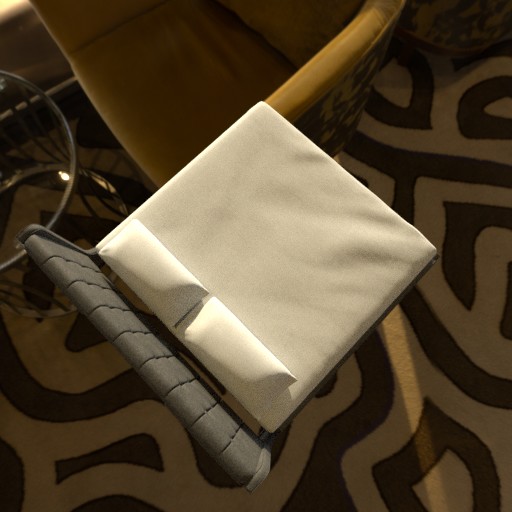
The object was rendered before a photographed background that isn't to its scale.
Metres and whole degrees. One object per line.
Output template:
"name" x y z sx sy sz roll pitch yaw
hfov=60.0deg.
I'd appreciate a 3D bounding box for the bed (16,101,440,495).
"bed" 0.000 0.000 2.494 1.531 0.933 1.638 44 79 11
